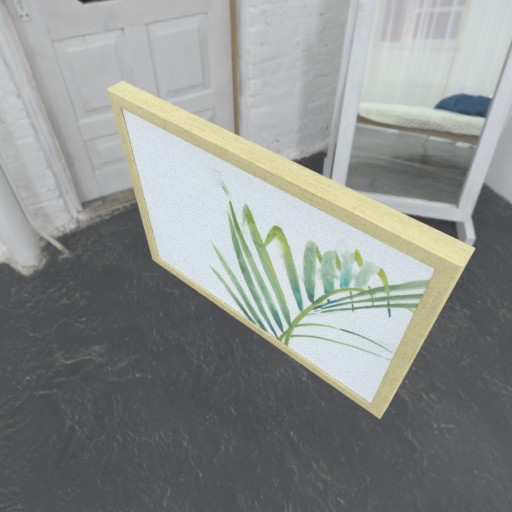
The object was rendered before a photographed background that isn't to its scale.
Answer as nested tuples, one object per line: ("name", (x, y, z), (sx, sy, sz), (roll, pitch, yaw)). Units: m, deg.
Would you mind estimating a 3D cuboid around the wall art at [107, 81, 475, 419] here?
("wall art", (0.000, 0.000, 0.683), (0.533, 0.381, 0.032), (31, 56, 25))
